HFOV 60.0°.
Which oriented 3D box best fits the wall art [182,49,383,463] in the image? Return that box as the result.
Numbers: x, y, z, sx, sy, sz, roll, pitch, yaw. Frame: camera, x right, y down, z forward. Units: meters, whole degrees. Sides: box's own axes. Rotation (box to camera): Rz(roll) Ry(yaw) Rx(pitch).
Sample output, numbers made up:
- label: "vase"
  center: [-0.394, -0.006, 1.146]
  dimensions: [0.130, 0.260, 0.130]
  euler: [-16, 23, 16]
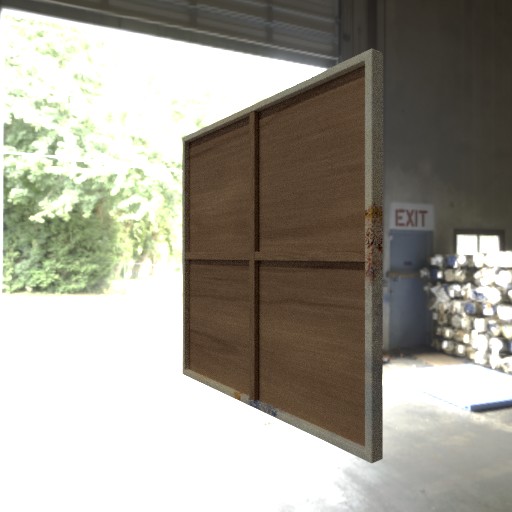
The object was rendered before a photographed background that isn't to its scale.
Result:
- label: "wall art"
  center: [0.000, 0.000, 1.316]
  dimensions: [0.038, 0.889, 0.889]
  euler: [0, 0, -36]
